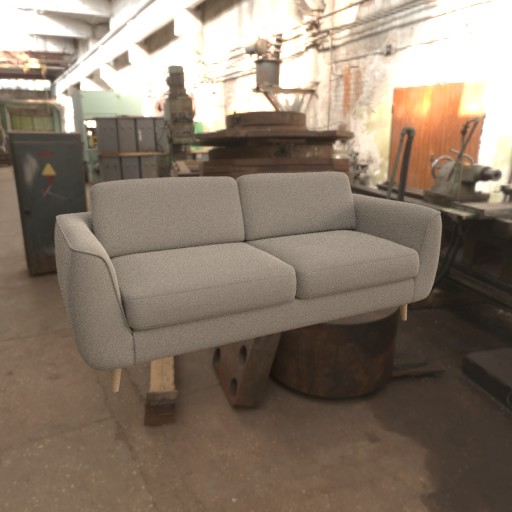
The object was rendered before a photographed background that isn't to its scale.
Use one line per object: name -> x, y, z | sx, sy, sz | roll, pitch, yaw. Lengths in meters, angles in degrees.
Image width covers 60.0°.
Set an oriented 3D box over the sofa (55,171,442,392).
sofa -> 0.000, 0.000, 2.455 | 2.000, 0.850, 0.920 | -8, 17, -26
